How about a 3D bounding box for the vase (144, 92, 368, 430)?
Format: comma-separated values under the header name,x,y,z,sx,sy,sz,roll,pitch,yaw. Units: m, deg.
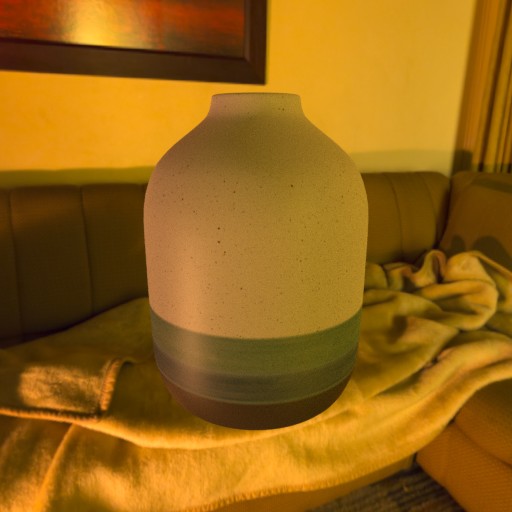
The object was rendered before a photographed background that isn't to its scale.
name,x,y,z,sx,sy,sz,roll,pitch,yaw
vase,0.000,0.000,0.352,0.169,0.240,0.169,0,16,0
